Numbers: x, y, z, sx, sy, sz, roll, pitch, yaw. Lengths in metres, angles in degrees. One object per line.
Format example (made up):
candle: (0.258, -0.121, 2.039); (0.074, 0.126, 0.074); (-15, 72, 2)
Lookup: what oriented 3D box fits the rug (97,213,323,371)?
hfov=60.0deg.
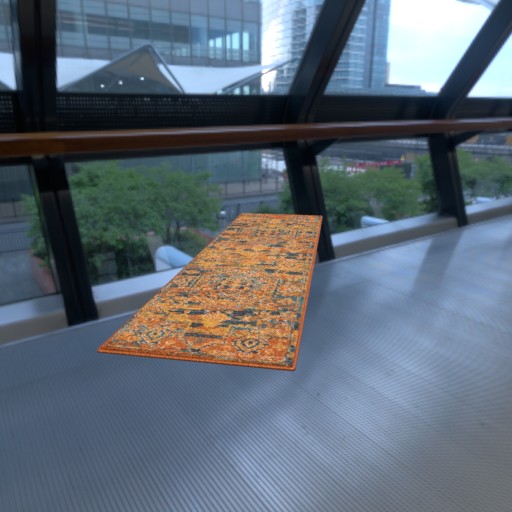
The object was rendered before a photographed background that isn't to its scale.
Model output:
rug: (0.000, 0.000, 2.458); (0.651, 0.016, 2.274); (3, 17, 10)
